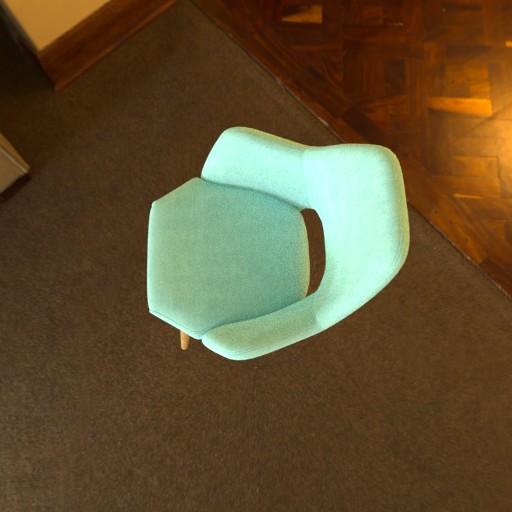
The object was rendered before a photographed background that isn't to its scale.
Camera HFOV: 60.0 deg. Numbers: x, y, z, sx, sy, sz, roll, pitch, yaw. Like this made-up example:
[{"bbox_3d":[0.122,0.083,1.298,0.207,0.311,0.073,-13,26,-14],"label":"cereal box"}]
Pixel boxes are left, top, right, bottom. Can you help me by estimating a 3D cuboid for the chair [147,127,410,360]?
[{"bbox_3d":[0.000,0.000,1.285,0.610,0.840,0.590,-2,76,0],"label":"chair"}]
